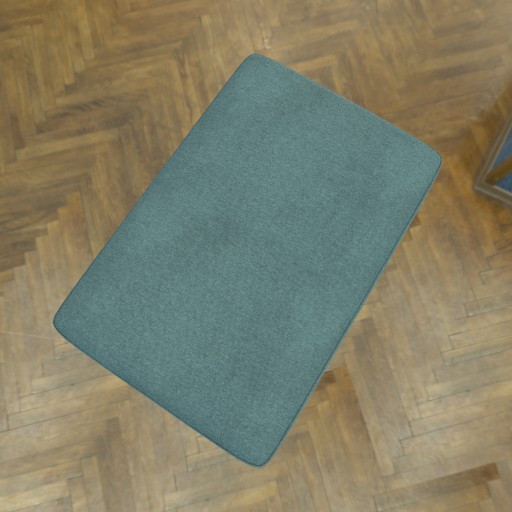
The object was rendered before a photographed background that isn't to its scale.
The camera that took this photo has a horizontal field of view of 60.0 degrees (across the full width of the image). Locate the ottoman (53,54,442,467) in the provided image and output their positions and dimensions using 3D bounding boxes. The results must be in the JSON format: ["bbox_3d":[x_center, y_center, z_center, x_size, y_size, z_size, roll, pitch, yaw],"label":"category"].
[{"bbox_3d":[0.000,0.000,1.194,0.584,0.483,0.864,32,78,7],"label":"ottoman"}]
